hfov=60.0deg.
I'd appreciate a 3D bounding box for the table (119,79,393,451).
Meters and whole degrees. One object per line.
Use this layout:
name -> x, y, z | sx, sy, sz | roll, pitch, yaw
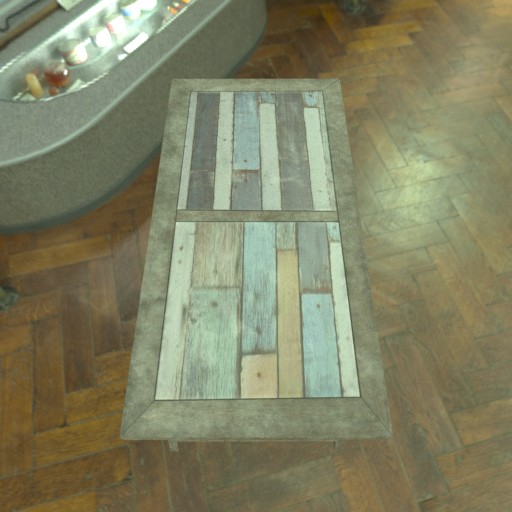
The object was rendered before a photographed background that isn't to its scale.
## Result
table -> 0.000, 0.000, 1.499 | 0.610, 0.470, 1.219 | 0, 59, 0
